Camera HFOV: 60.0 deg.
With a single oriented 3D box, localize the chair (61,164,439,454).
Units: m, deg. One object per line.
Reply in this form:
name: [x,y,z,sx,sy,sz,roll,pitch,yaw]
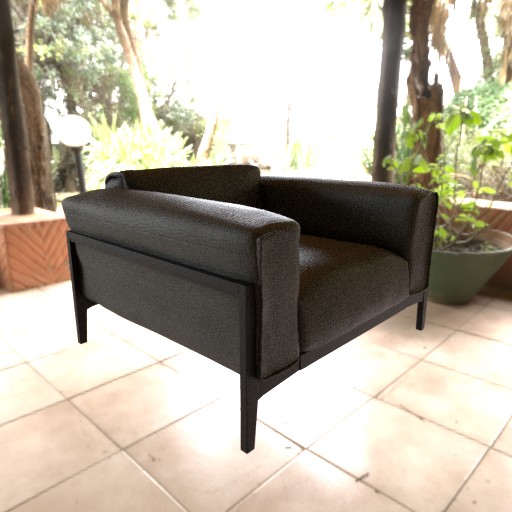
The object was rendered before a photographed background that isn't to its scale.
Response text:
chair: [0.000,0.000,1.671,0.969,0.646,1.056,13,20,42]
